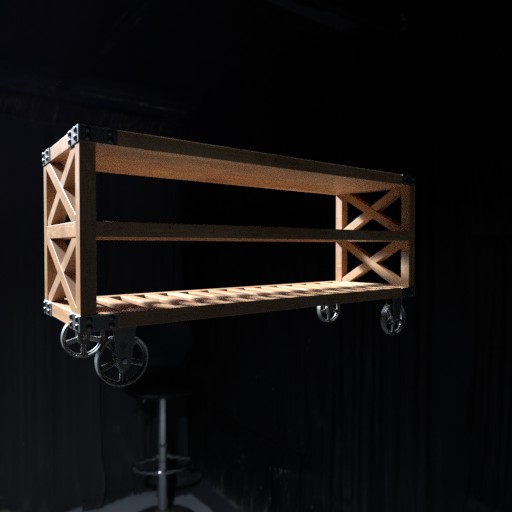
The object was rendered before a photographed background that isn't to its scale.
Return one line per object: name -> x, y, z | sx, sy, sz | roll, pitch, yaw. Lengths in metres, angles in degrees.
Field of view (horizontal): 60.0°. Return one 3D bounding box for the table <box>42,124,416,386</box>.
table -> 0.000, 0.000, 1.775 | 1.487, 0.711, 0.467 | -1, 1, -36
